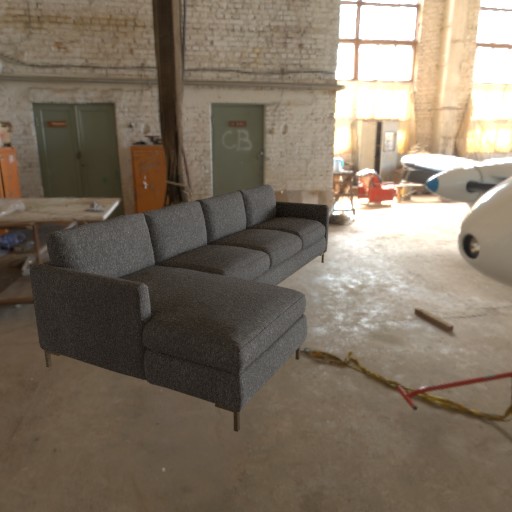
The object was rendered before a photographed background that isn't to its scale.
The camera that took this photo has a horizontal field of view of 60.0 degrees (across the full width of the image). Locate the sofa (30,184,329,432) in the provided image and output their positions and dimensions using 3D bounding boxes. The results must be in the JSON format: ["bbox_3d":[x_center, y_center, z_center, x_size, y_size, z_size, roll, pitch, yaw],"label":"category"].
[{"bbox_3d":[0.000,0.000,3.412,1.350,0.810,2.932,8,17,26],"label":"sofa"}]
